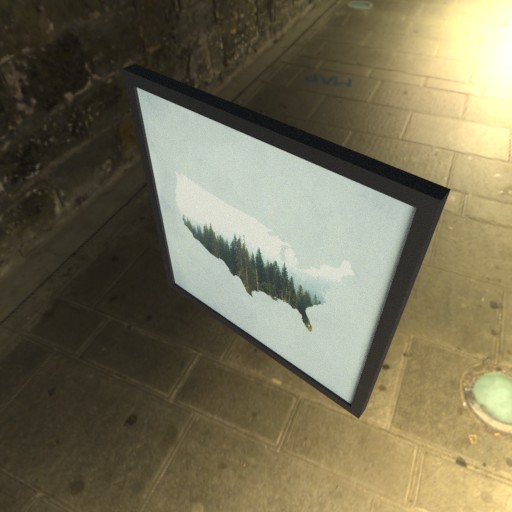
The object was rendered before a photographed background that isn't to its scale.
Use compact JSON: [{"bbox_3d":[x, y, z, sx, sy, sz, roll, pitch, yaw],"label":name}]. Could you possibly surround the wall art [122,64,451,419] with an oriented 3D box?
[{"bbox_3d":[0.000,0.000,1.129,0.763,0.763,0.038,30,53,26],"label":"wall art"}]
